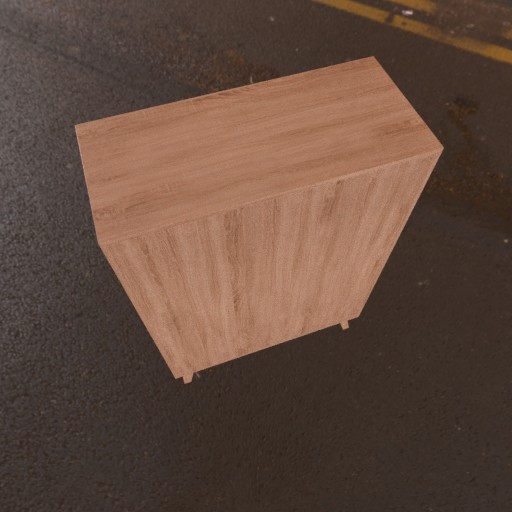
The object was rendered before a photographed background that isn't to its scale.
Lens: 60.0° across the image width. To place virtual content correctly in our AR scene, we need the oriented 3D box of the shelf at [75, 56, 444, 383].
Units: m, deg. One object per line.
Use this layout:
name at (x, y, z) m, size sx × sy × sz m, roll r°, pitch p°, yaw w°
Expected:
shelf at (0.000, 0.000, 1.908) m, size 1.000 × 1.390 × 0.450 m, roll -17°, pitch 61°, yaw -10°
